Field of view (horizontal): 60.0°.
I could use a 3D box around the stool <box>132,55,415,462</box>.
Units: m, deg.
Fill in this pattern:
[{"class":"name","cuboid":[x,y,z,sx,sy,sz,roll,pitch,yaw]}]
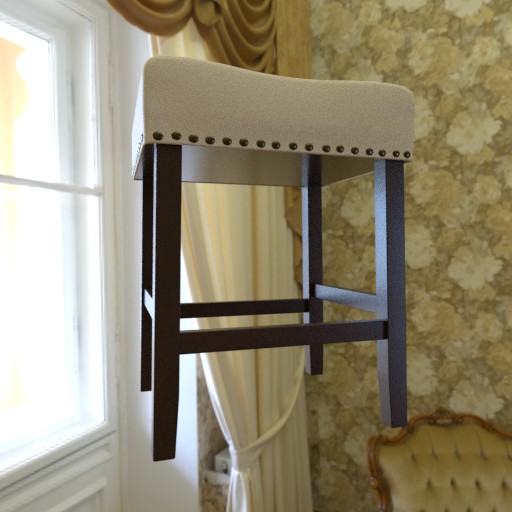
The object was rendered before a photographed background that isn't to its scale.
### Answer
[{"class":"stool","cuboid":[0.000,0.000,0.899,0.471,0.609,0.401,0,1,-18]}]
